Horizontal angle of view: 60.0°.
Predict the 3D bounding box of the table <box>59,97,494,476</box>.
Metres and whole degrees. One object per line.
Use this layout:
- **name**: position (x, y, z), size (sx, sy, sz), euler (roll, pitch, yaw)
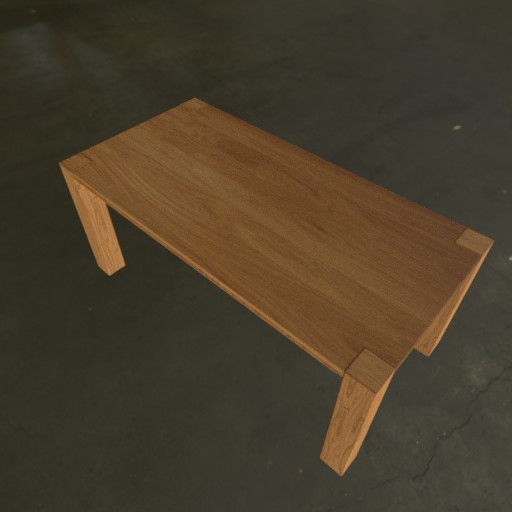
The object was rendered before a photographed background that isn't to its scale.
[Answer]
- **table**: position (0.000, 0.000, 2.262), size (1.800, 0.760, 0.900), euler (33, 55, 28)
